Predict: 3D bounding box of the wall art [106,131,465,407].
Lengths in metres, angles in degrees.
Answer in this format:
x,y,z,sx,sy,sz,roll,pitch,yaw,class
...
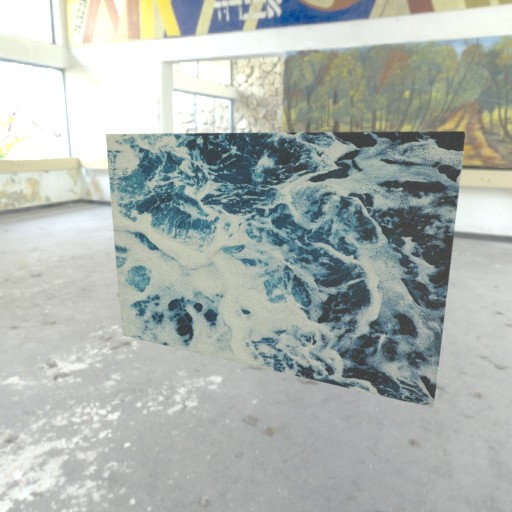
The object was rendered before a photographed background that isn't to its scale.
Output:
x,y,z,sx,sy,sz,roll,pitch,yaw,class
0.000,0.000,1.899,1.524,1.017,0.055,7,16,24,wall art
